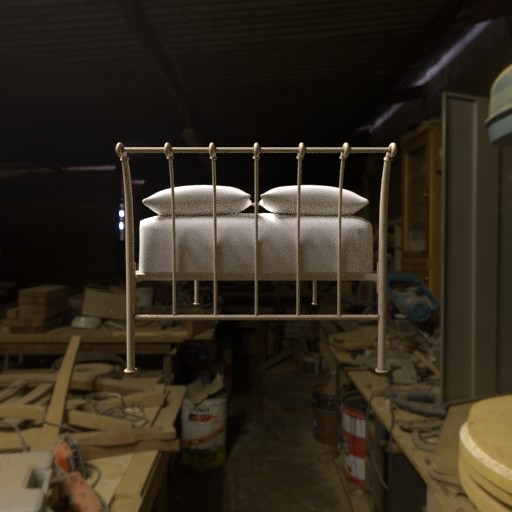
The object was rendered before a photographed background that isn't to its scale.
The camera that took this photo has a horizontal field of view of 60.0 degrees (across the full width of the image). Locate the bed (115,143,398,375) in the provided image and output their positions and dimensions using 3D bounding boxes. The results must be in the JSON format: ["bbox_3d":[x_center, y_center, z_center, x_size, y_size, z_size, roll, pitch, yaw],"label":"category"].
[{"bbox_3d":[0.000,0.000,2.695,1.032,0.873,2.228,0,2,0],"label":"bed"}]
